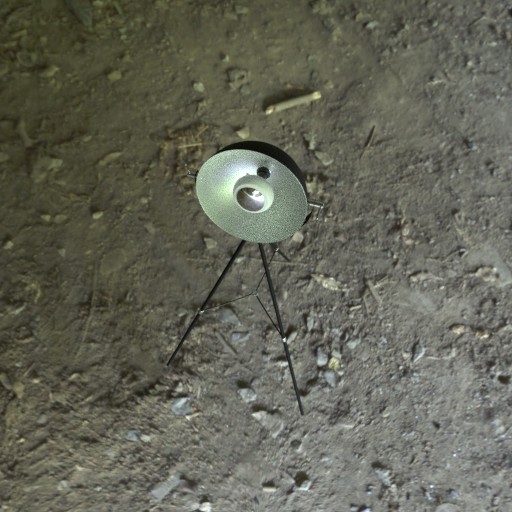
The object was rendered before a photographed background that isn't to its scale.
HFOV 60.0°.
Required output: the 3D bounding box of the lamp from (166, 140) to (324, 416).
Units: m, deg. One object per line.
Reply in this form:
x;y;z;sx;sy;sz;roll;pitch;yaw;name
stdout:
0.000;0.000;2.032;0.817;1.512;0.920;15;60;9;lamp
